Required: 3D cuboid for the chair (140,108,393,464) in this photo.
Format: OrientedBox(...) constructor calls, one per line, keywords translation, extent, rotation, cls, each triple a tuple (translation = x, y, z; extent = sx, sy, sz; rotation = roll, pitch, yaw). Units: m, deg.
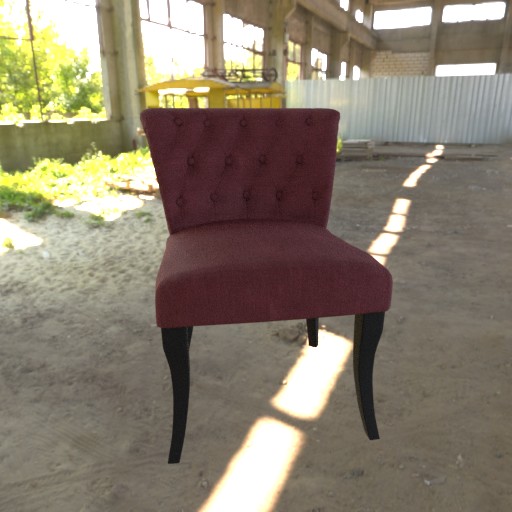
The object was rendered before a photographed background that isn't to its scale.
OrientedBox(translation=(0.000, 0.000, 1.175), extent=(0.582, 0.750, 0.605), rotation=(-3, 18, -9), cls="chair")
